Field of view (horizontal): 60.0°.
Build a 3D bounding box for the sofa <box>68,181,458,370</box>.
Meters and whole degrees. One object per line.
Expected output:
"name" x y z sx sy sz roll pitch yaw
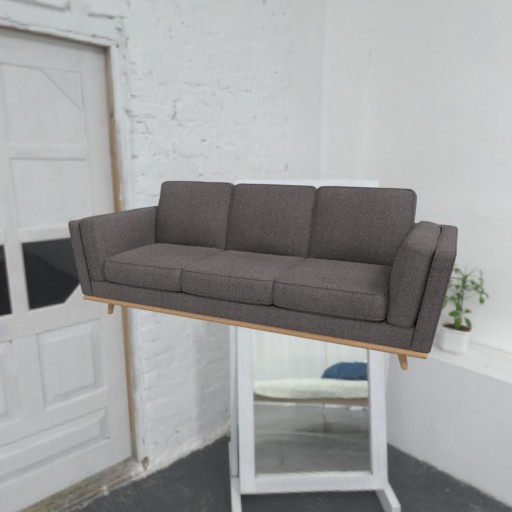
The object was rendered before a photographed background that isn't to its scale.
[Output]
"sofa" 0.000 0.000 2.887 2.362 0.899 0.903 6 14 24
